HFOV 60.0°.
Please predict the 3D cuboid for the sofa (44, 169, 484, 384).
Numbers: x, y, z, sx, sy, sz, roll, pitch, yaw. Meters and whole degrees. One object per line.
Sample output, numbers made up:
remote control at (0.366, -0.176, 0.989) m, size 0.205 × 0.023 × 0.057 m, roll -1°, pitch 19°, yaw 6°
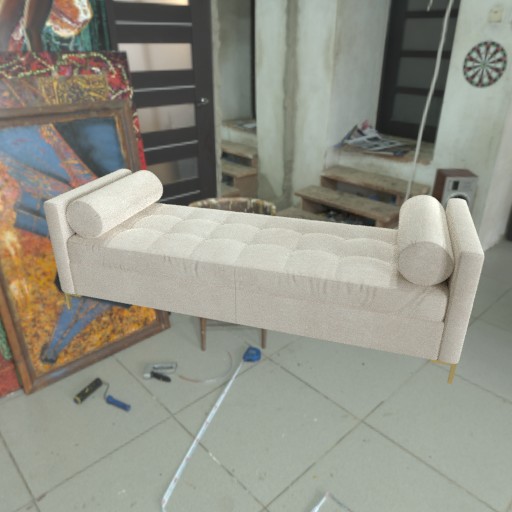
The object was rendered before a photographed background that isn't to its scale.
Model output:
sofa at (0.000, 0.000, 2.312) m, size 1.981 × 0.635 × 0.686 m, roll 8°, pitch 27°, yaw 16°
